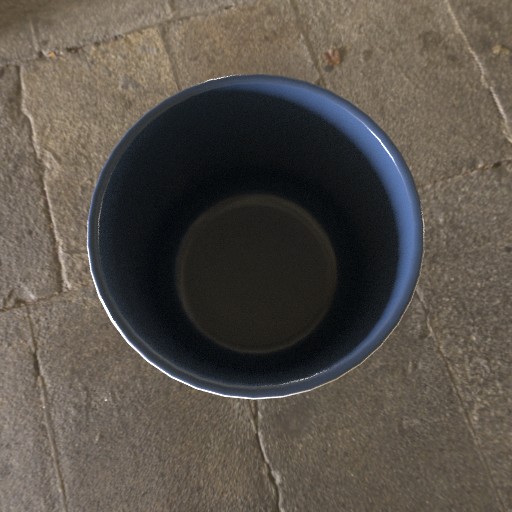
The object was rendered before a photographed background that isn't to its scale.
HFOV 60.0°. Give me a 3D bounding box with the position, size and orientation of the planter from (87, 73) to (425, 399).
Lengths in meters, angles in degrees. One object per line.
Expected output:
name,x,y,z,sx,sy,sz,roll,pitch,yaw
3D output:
planter,0.000,0.000,0.276,0.159,0.144,0.159,0,77,0
